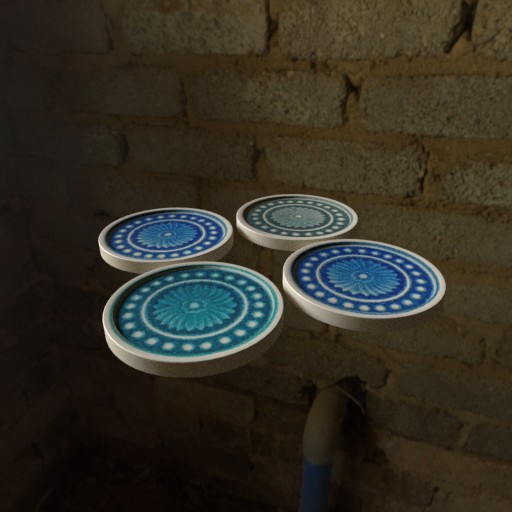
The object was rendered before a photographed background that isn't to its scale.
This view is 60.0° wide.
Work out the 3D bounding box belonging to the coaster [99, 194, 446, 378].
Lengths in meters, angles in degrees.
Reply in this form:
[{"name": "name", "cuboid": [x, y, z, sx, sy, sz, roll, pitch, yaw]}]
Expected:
[{"name": "coaster", "cuboid": [0.000, 0.000, 0.336, 0.224, 0.010, 0.220, -9, 29, -17]}]
